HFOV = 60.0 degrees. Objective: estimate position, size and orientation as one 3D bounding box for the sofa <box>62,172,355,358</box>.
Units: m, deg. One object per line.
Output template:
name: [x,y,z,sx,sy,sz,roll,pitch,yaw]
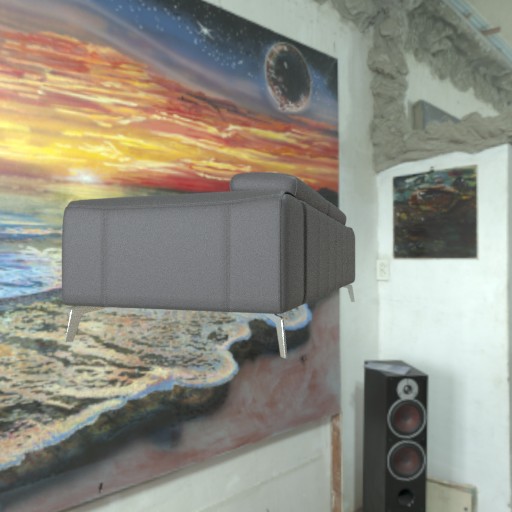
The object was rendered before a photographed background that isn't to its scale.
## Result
sofa: [0.000,0.000,2.830,1.023,0.759,2.321,0,-1,19]
